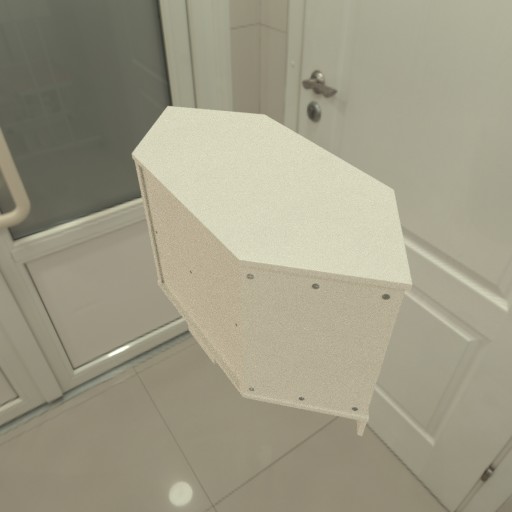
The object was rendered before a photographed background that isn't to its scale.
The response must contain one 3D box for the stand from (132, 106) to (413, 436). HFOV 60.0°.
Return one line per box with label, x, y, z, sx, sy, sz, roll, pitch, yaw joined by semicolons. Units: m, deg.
stand;0.000;0.000;1.403;0.477;0.614;1.072;-25;47;-26
